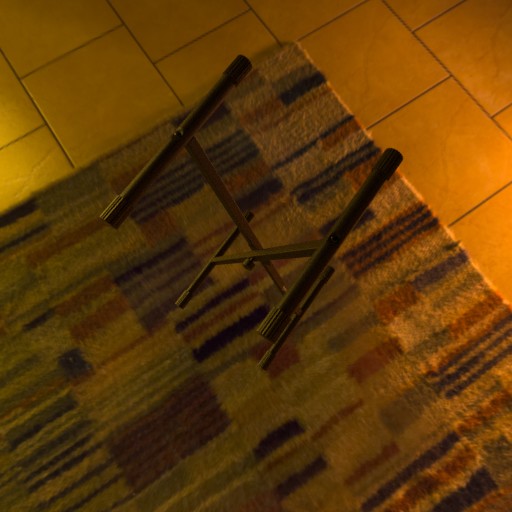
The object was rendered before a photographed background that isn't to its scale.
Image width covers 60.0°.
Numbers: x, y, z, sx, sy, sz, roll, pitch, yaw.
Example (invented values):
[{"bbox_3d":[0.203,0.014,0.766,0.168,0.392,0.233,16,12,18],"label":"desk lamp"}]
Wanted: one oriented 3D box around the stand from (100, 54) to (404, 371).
[{"bbox_3d":[0.000,0.000,1.206,0.409,0.940,0.449,35,78,9],"label":"stand"}]
